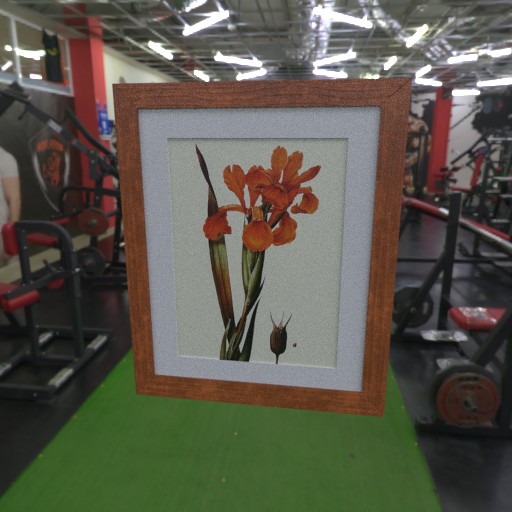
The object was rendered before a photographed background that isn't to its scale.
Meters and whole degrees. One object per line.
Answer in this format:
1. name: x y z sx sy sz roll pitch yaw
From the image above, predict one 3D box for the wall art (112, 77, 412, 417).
1. wall art: 0.000 0.000 0.771 0.467 0.567 0.033 2 15 9
